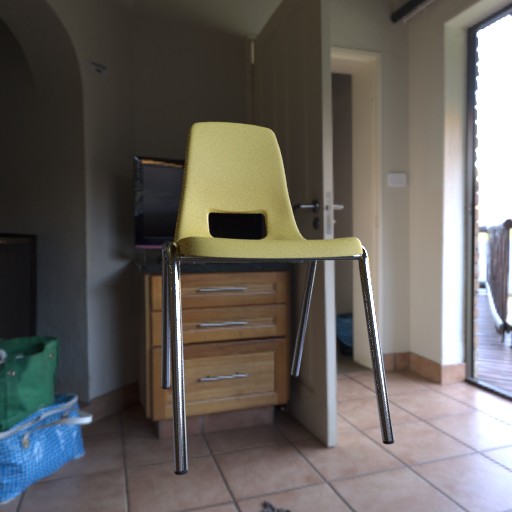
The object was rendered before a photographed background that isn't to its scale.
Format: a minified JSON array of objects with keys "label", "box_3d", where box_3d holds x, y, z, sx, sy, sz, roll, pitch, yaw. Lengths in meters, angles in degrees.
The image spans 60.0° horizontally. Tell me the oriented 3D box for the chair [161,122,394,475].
[{"label":"chair","box_3d":[0.000,0.000,0.916,0.381,0.653,0.436,0,2,-16]}]
